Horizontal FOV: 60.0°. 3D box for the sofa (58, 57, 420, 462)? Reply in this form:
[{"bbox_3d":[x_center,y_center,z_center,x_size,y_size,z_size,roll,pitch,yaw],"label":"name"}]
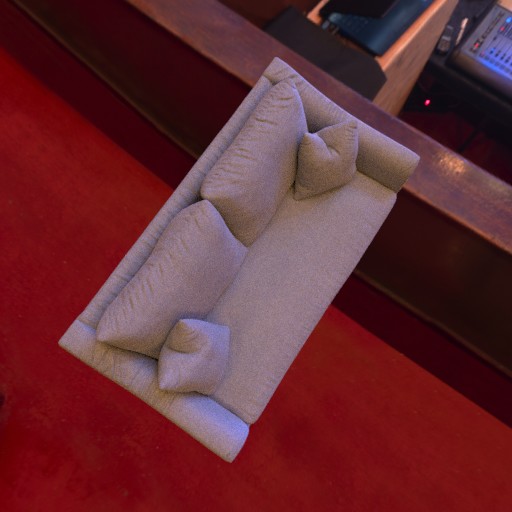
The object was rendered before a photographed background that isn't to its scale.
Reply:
[{"bbox_3d":[0.000,0.000,2.657,1.072,1.018,2.010,33,78,8],"label":"sofa"}]
